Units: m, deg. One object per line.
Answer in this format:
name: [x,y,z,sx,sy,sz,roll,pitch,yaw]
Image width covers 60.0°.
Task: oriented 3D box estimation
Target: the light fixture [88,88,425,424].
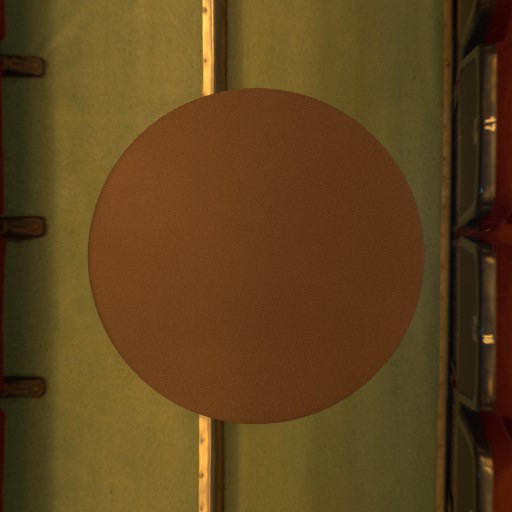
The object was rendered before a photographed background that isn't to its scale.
light fixture: [0.000,0.000,0.435,0.280,0.135,0.280,0,90,-1]
